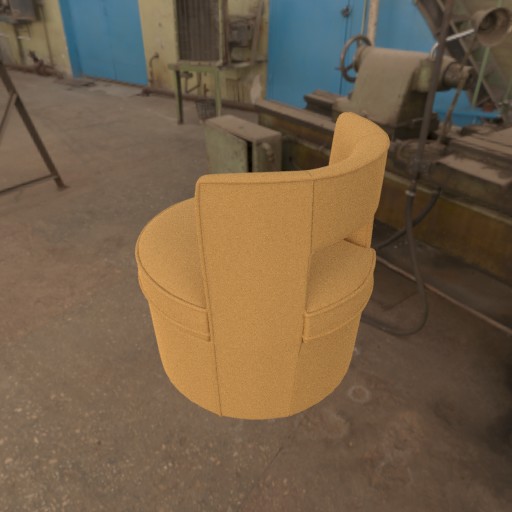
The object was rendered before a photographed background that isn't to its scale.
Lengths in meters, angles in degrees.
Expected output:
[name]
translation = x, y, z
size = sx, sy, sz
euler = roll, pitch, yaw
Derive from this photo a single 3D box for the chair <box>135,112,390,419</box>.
[chair]
translation = 0.000, 0.000, 1.260
size = 0.665, 0.723, 0.650
euler = 22, 38, 31
